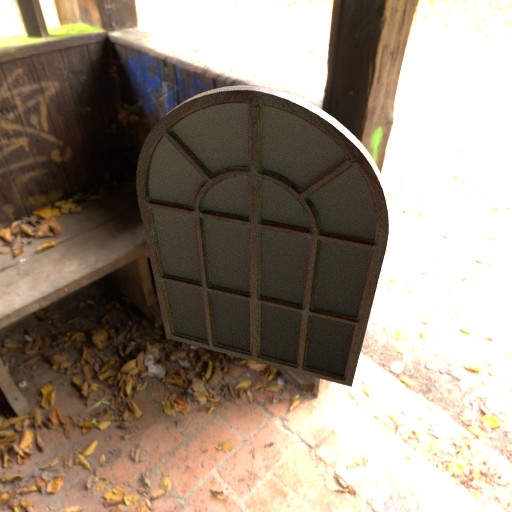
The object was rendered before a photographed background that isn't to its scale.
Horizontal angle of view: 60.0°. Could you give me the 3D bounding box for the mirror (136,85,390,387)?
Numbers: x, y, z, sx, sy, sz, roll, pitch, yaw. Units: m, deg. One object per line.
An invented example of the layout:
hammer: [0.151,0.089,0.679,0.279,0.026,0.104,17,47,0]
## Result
mirror: [0.000,0.000,1.218,0.660,0.920,0.032,12,42,13]
